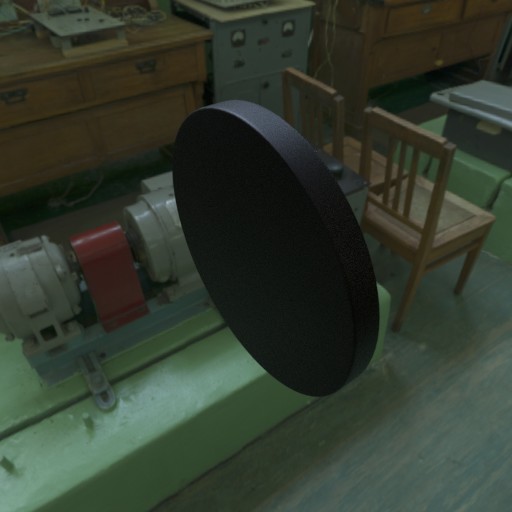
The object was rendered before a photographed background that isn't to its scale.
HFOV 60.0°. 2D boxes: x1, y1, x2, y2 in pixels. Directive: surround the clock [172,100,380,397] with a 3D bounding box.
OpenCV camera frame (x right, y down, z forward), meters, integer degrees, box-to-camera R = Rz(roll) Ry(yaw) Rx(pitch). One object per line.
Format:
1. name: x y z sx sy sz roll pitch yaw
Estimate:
1. clock: 0.000 0.000 0.468 0.029 0.314 0.314 -26 48 -26
